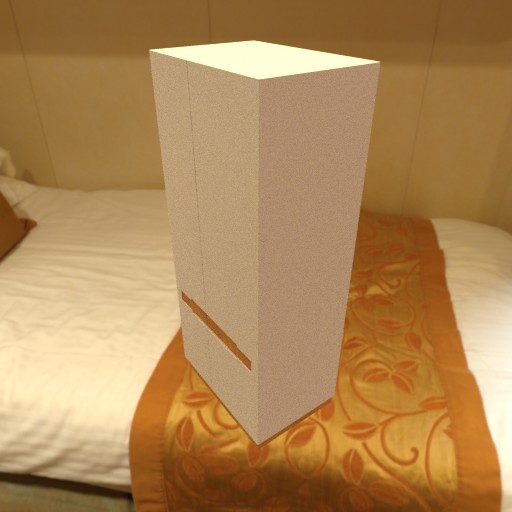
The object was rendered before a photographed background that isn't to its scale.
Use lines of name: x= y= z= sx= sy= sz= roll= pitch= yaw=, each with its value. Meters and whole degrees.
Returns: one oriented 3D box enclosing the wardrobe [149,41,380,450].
wardrobe: x=0.000 y=0.000 z=2.452 sx=0.600 sy=2.040 sz=0.860 roll=-21 pitch=38 yaw=-30
